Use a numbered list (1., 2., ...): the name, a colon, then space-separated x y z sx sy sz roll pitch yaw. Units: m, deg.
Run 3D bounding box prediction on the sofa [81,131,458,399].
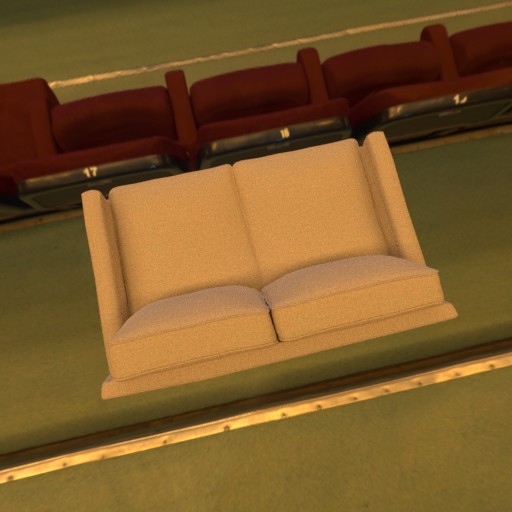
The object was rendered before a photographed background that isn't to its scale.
1. sofa: 0.000 0.000 2.272 1.597 1.003 1.084 -12 76 -3
